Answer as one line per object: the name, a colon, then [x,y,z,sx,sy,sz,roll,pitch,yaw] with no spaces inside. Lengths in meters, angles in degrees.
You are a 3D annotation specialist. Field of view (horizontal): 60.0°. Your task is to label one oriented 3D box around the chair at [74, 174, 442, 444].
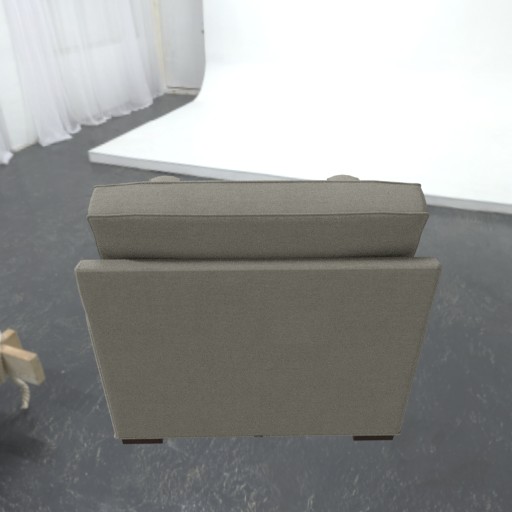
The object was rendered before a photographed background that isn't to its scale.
chair: [0.000,0.000,1.758,0.999,0.934,1.044,0,31,-1]
